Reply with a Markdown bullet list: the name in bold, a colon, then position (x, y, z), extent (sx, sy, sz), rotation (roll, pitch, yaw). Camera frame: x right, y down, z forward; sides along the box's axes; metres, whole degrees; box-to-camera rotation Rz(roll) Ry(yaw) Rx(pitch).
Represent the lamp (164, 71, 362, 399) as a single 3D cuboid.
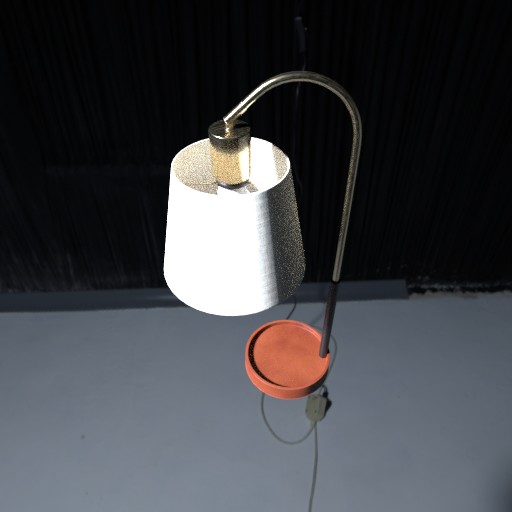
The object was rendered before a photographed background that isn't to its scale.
- **lamp**: position (0.000, 0.000, 0.659), extent (0.273, 0.536, 0.211), rotation (0, 42, 0)
